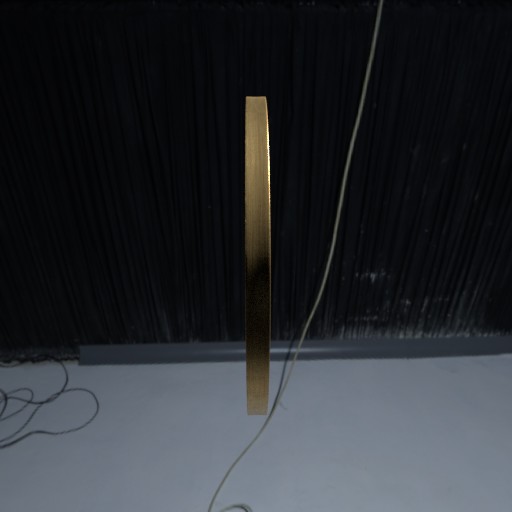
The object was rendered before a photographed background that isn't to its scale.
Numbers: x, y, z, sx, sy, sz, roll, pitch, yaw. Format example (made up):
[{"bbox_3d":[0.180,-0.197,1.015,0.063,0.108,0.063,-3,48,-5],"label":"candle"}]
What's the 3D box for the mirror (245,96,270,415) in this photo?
[{"bbox_3d":[0.000,0.000,0.835,0.032,0.565,0.565,0,33,0],"label":"mirror"}]
